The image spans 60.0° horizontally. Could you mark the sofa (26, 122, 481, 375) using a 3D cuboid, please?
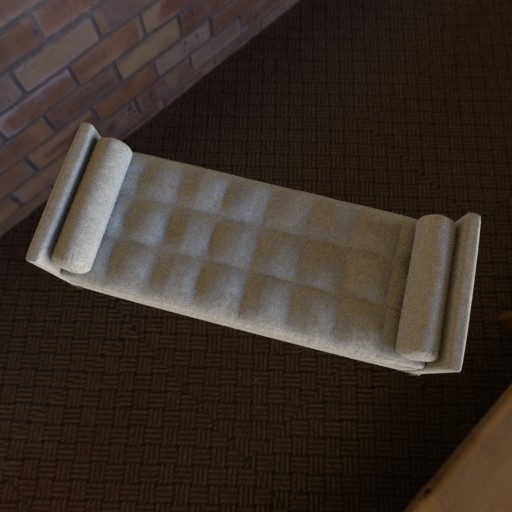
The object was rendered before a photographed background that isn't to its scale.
[{"bbox_3d":[0.000,0.000,2.436,2.102,0.657,0.797,14,75,4],"label":"sofa"}]
